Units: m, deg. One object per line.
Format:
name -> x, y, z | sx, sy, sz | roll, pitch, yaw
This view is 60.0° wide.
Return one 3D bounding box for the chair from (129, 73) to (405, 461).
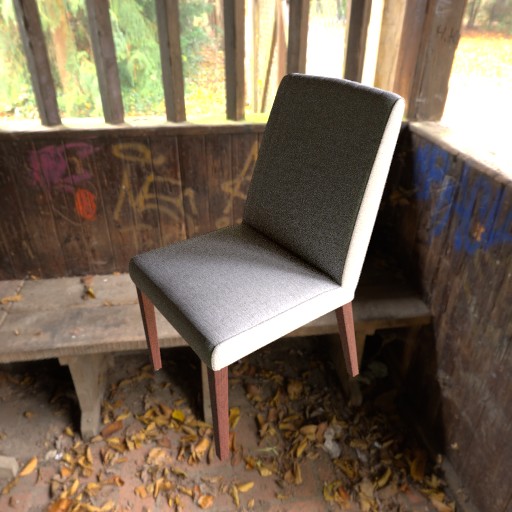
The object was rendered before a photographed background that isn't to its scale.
chair -> 0.000, 0.000, 1.264 | 0.594, 0.900, 0.480 | -21, 37, -31
